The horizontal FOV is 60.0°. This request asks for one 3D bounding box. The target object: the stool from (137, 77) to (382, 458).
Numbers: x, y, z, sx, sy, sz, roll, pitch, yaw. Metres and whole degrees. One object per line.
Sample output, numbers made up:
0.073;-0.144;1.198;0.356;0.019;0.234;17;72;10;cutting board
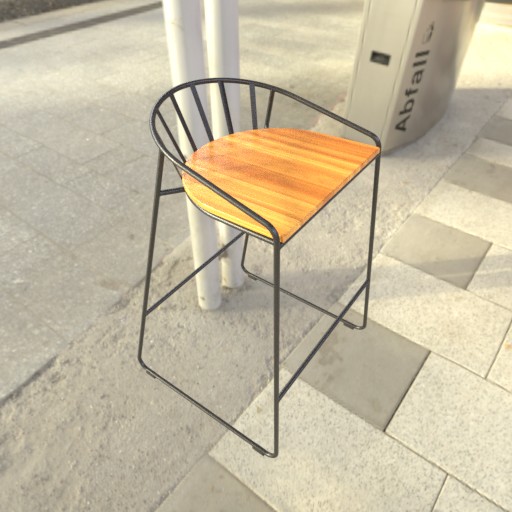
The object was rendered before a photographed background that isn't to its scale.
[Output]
0.000;0.000;1.183;0.521;0.812;0.546;25;47;26;stool
